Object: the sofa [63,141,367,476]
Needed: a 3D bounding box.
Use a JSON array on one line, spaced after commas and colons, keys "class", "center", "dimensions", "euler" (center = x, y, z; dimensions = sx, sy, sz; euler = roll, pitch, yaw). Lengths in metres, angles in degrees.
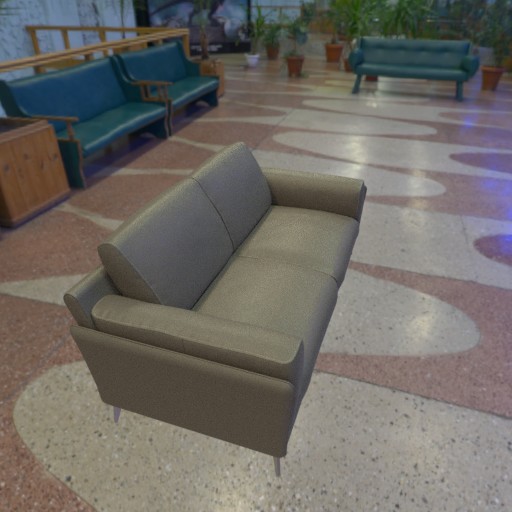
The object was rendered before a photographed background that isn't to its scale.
[{"class": "sofa", "center": [0.000, 0.000, 2.671], "dimensions": [1.049, 0.930, 2.101], "euler": [10, 33, 17]}]
